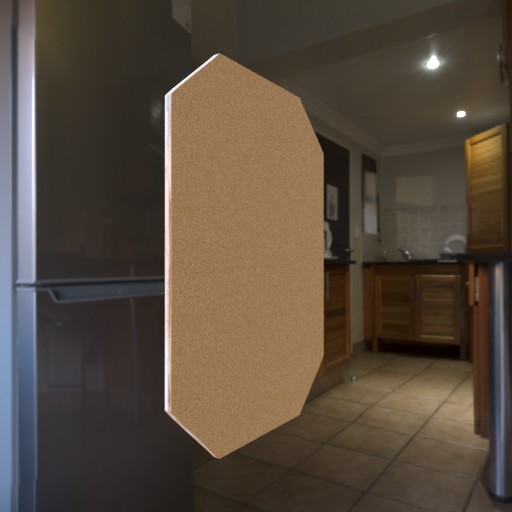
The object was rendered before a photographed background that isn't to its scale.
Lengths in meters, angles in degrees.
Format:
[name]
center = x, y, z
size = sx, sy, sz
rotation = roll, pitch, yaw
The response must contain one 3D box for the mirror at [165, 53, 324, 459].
[mirror]
center = 0.000, 0.000, 1.281
size = 0.061, 1.015, 0.709
rotation = 0, 0, 37
